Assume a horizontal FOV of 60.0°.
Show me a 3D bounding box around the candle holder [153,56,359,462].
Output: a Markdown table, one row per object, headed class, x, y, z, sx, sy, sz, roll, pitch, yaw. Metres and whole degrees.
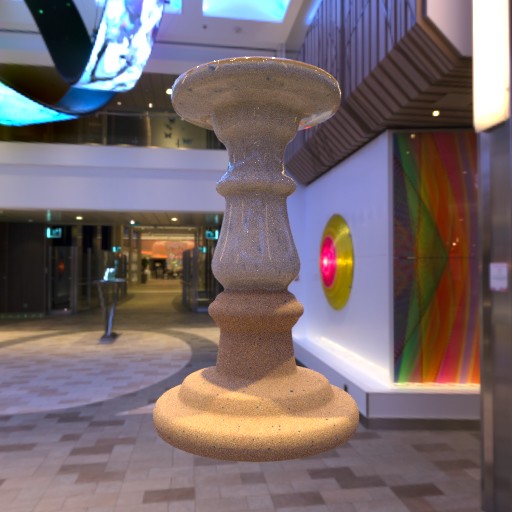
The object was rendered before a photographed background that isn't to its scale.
| class | x | y | z | sx | sy | sz | roll | pitch | yaw |
| --- | --- | --- | --- | --- | --- | --- | --- | --- | --- |
| candle holder | 0.000 | 0.000 | 0.273 | 0.123 | 0.202 | 0.123 | 0 | -1 | 0 |
